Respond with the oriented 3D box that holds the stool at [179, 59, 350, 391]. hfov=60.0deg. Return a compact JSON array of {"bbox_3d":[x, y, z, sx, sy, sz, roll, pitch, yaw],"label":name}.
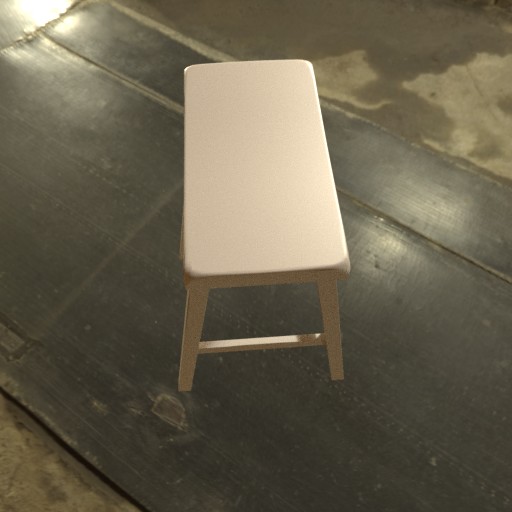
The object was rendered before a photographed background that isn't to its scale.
[{"bbox_3d":[0.000,0.000,1.055,0.476,0.737,0.457,-4,62,-2],"label":"stool"}]
